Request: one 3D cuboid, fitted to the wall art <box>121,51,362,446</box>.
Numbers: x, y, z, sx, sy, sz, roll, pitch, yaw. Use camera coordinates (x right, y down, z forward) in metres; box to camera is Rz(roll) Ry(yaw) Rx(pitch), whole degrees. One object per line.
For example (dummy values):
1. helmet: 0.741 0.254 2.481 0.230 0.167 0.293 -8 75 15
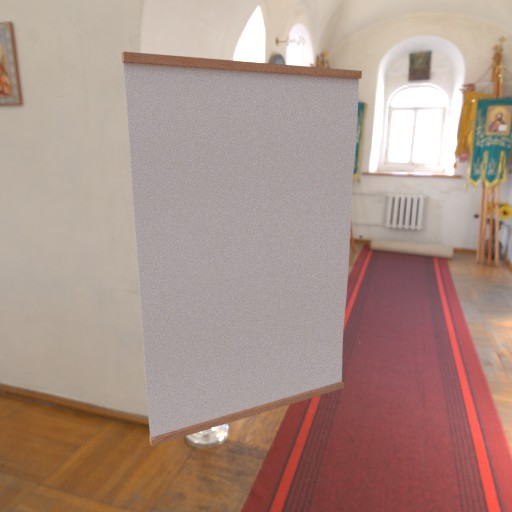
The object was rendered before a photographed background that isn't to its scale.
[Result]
1. wall art: 0.000 0.000 0.631 0.332 0.508 0.012 -7 17 -26
